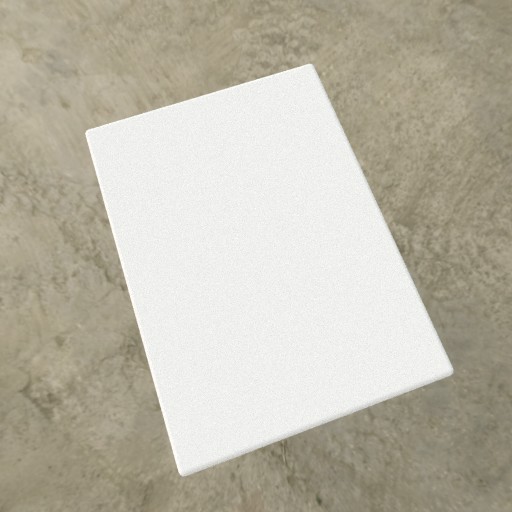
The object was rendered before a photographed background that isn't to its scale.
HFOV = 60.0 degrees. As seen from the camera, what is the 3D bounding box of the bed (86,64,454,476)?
[{"bbox_3d":[0.000,0.000,2.779,1.529,0.593,2.050,-19,75,-5],"label":"bed"}]
